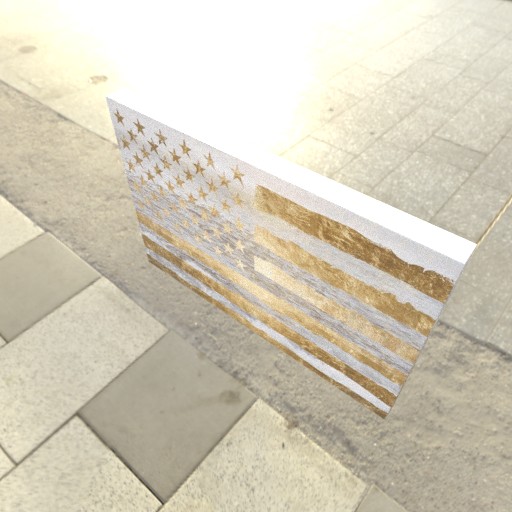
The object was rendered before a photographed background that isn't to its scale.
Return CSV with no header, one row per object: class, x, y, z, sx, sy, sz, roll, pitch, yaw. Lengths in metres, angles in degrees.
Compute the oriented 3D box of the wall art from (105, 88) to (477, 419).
wall art,0.000,0.000,0.766,0.606,0.407,0.041,30,54,25
